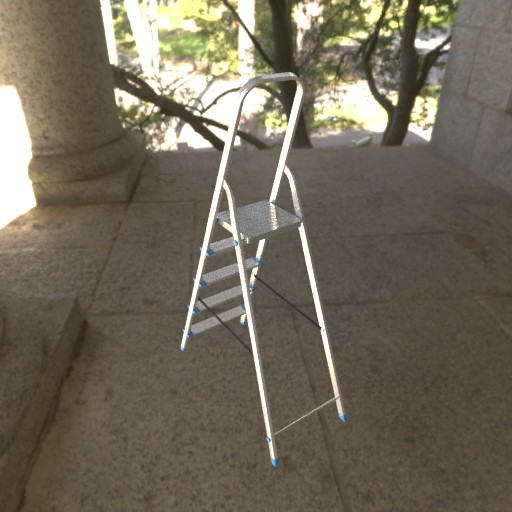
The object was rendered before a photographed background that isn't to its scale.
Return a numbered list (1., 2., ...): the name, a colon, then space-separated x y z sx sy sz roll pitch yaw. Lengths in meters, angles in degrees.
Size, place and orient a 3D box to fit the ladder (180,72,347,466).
1. ladder: 0.000 0.000 2.111 0.468 1.648 0.990 -19 36 -29
